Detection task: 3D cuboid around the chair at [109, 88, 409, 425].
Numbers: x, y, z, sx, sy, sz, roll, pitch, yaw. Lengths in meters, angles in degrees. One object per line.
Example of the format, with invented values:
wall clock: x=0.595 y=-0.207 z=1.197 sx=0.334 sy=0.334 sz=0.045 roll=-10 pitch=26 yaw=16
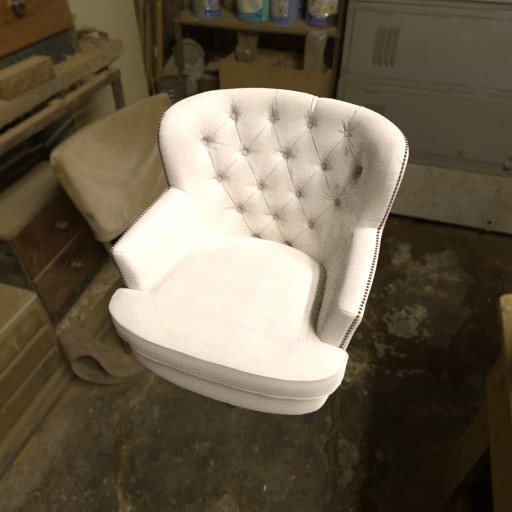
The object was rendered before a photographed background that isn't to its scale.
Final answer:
chair: x=0.000 y=0.000 z=1.567 sx=0.848 sy=0.868 sz=0.906 roll=13 pitch=43 yaw=15
